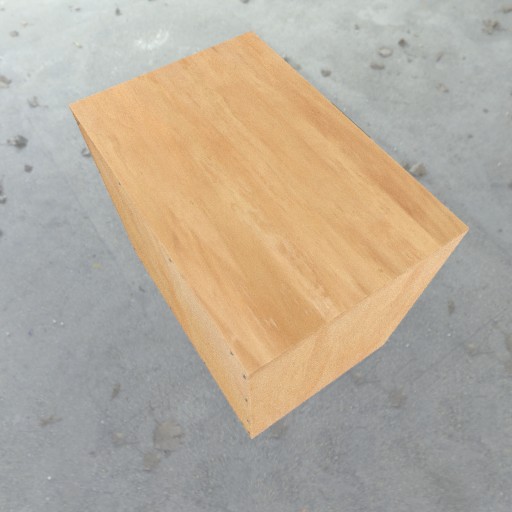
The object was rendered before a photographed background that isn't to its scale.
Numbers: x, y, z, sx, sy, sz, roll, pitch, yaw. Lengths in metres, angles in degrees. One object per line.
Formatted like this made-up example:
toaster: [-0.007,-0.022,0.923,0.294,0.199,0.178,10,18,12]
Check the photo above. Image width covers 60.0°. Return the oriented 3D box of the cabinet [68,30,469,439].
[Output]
cabinet: [0.000,0.000,0.945,0.394,0.599,0.551,-30,64,-16]
